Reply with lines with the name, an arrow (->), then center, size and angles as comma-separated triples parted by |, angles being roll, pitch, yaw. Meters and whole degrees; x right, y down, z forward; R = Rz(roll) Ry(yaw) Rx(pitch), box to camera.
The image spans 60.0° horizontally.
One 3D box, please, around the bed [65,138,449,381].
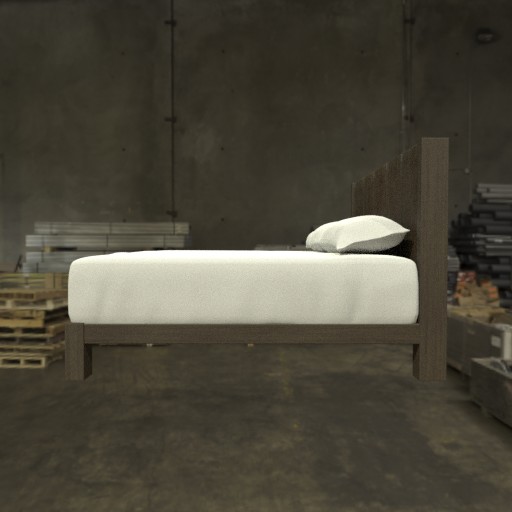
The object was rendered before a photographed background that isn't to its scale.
bed -> 0.000, 0.000, 3.156 | 1.992, 1.261, 1.735 | 0, 1, 0
